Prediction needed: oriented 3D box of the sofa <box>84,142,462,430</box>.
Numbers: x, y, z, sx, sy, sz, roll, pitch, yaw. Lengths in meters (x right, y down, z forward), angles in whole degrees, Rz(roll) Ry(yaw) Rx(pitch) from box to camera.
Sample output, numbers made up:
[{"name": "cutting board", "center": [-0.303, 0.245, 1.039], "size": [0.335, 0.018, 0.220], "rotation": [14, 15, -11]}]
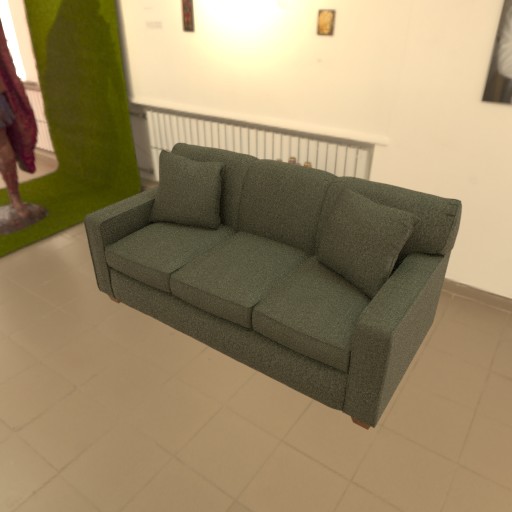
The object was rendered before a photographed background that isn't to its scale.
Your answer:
[{"name": "sofa", "center": [0.000, 0.000, 2.689], "size": [2.024, 0.958, 0.997], "rotation": [19, 35, 30]}]
